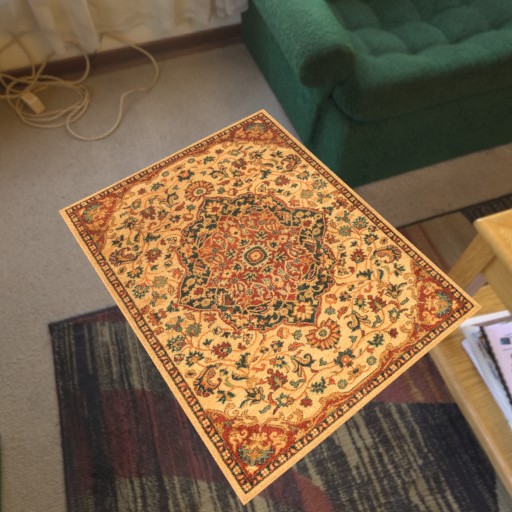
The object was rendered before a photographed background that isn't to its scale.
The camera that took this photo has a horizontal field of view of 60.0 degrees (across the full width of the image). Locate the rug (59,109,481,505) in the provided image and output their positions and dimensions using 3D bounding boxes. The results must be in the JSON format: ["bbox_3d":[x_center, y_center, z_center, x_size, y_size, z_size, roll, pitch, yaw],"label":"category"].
[{"bbox_3d":[0.000,0.000,3.987,2.454,0.005,3.067,-32,63,-18],"label":"rug"}]
